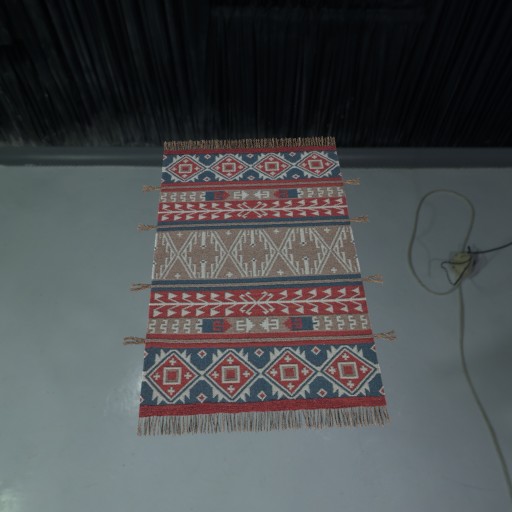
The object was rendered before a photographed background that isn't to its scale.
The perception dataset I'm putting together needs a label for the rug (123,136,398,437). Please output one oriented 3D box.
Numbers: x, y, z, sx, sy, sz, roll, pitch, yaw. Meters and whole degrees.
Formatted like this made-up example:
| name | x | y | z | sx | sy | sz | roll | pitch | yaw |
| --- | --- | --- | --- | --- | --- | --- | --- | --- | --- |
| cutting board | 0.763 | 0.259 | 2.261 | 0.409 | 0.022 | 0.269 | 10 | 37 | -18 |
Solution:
| name | x | y | z | sx | sy | sz | roll | pitch | yaw |
| --- | --- | --- | --- | --- | --- | --- | --- | --- | --- |
| rug | 0.000 | 0.000 | 2.667 | 1.469 | 0.040 | 2.025 | -2 | 57 | -1 |
